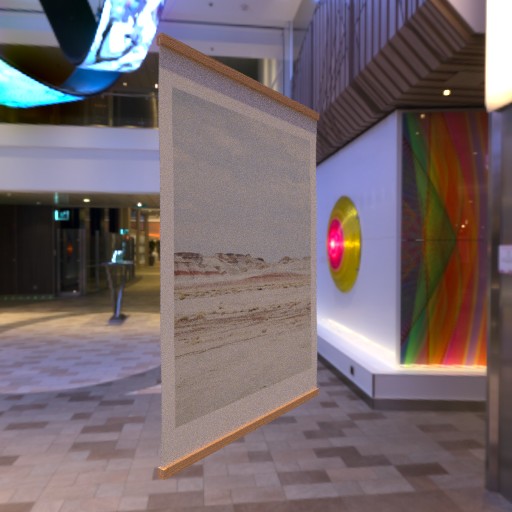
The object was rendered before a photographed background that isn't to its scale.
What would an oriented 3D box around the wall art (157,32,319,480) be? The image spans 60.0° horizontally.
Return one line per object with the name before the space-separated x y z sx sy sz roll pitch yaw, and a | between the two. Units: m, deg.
wall art | 0.000 0.000 1.309 0.020 1.016 0.739 1 1 36
